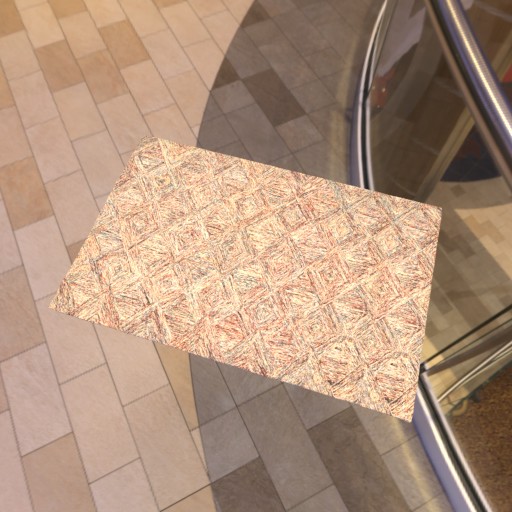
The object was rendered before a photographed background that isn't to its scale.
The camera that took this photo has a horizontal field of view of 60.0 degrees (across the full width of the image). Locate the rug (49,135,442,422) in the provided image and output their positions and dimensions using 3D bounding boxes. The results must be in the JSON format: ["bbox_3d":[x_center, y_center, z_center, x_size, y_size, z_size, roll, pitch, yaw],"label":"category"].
[{"bbox_3d":[0.000,0.000,2.269,1.761,0.014,1.143,15,65,7],"label":"rug"}]
